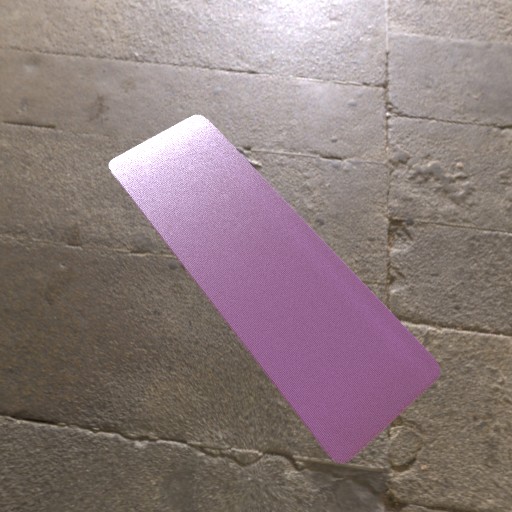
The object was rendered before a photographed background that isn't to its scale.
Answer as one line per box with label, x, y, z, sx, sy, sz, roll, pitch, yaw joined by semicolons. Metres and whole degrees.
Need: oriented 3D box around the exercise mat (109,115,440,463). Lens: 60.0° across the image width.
exercise mat;0.000;0.000;2.136;0.616;0.021;1.869;-34;68;-16
